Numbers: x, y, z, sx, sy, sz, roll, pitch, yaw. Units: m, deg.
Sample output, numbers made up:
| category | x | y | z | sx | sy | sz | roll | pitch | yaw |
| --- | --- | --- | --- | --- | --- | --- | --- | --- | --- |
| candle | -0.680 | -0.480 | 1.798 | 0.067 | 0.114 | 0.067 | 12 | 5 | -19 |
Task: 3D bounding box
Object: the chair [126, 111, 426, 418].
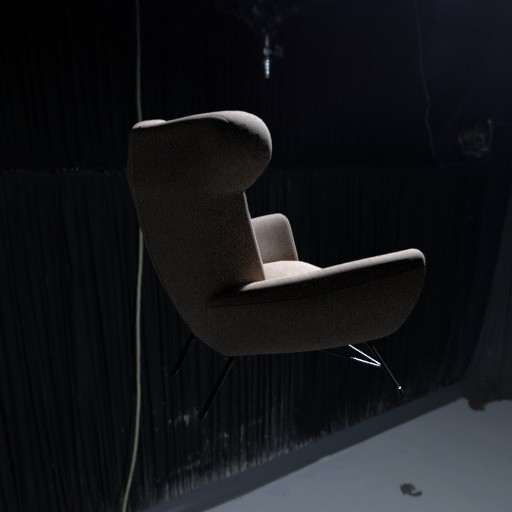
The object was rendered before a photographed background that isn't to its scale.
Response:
| category | x | y | z | sx | sy | sz | roll | pitch | yaw |
| --- | --- | --- | --- | --- | --- | --- | --- | --- | --- |
| chair | 0.000 | 0.000 | 1.732 | 0.900 | 1.040 | 0.980 | -8 | 16 | -28 |
